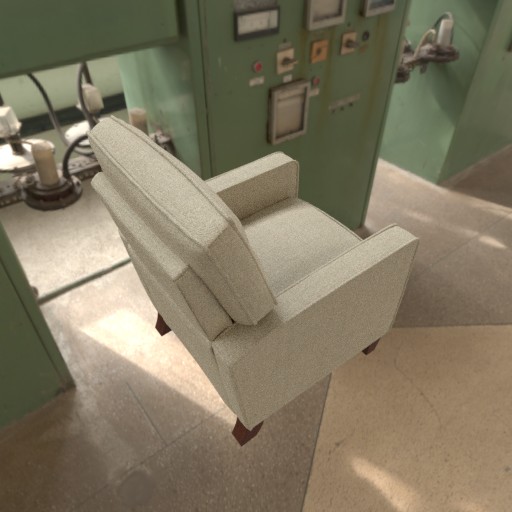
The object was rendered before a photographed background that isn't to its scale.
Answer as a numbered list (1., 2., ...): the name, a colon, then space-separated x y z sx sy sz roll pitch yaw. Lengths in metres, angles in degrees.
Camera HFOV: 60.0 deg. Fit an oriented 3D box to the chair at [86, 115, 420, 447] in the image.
1. chair: 0.000 0.000 1.392 0.754 0.888 0.648 -26 48 -26
